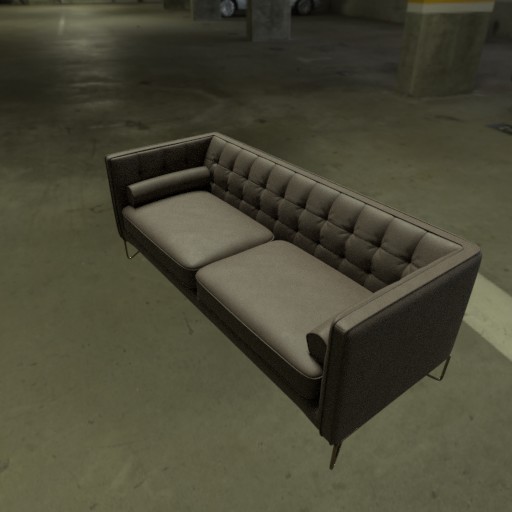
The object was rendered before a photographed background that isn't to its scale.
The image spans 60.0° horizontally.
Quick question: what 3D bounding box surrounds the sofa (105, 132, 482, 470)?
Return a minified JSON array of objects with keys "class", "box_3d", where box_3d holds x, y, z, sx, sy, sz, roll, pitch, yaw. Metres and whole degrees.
[{"class":"sofa","box_3d":[0.000,0.000,2.501,0.867,0.789,2.087,-22,38,-31]}]
